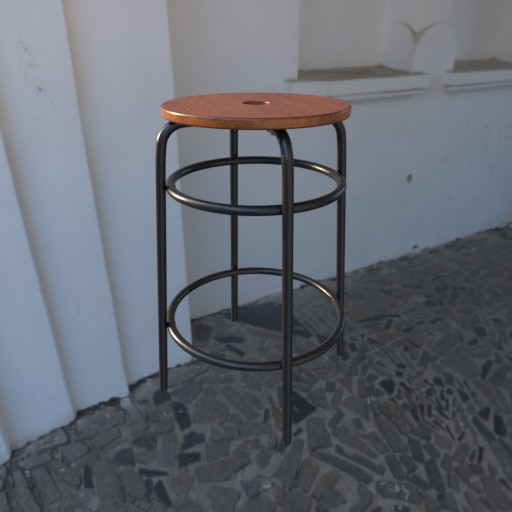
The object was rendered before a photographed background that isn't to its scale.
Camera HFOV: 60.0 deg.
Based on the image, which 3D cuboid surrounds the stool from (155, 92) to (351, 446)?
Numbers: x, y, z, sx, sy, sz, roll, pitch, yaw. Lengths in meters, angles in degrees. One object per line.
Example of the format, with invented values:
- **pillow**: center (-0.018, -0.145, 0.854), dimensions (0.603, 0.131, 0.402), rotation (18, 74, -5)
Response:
- **stool**: center (0.000, 0.000, 0.926), dimensions (0.455, 0.610, 0.455), rotation (-7, 27, -14)
